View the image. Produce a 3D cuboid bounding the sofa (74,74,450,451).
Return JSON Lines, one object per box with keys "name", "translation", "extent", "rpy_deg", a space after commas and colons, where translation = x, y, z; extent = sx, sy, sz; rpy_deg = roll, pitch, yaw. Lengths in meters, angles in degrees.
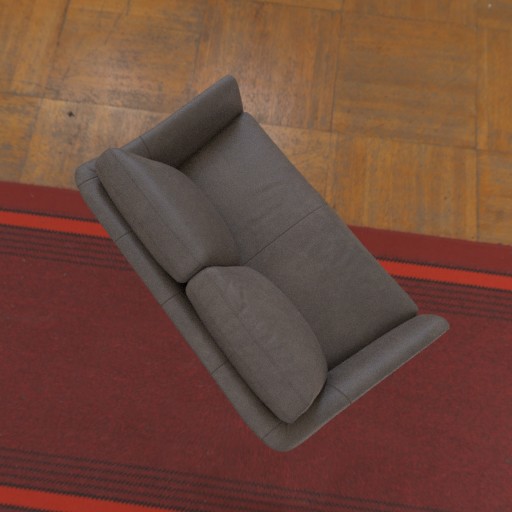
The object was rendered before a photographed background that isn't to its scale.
{"name": "sofa", "translation": [0.000, 0.000, 2.156], "extent": [0.960, 0.902, 1.619], "rpy_deg": [-37, 78, -9]}
